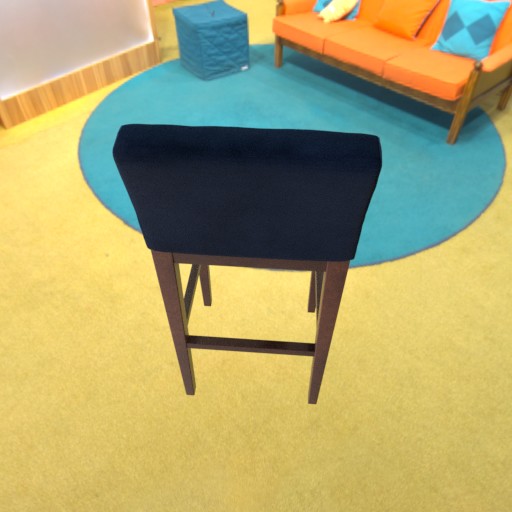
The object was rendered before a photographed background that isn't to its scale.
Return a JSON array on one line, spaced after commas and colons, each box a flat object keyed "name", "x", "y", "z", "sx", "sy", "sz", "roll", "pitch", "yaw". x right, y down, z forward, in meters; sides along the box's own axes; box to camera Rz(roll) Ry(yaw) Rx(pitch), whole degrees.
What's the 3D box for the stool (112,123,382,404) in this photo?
[{"name": "stool", "x": 0.000, "y": 0.000, "z": 1.327, "sx": 0.511, "sy": 1.037, "sz": 0.500, "roll": 3, "pitch": 46, "yaw": 3}]
